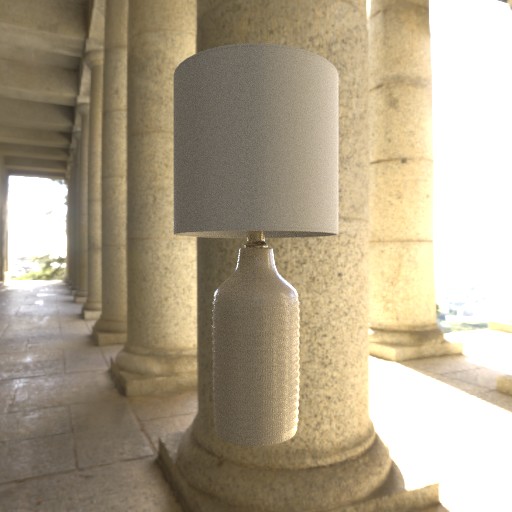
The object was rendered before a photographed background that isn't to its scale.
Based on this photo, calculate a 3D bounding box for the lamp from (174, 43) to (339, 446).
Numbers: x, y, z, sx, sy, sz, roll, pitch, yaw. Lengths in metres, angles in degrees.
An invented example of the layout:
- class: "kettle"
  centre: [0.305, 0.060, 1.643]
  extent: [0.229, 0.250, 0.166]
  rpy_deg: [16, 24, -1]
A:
- class: "lamp"
  centre: [0.000, 0.000, 0.604]
  extent: [0.220, 0.475, 0.220]
  rpy_deg: [0, 0, 36]
